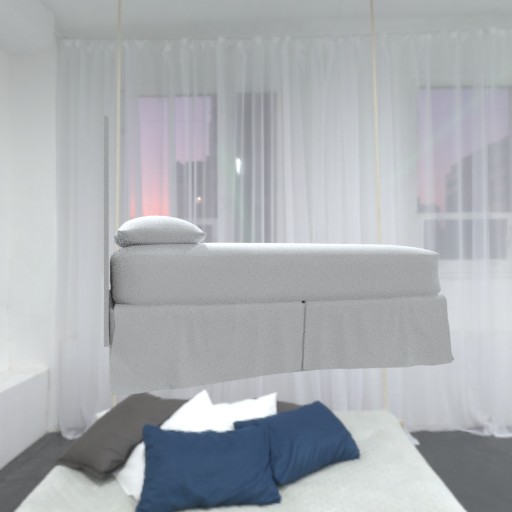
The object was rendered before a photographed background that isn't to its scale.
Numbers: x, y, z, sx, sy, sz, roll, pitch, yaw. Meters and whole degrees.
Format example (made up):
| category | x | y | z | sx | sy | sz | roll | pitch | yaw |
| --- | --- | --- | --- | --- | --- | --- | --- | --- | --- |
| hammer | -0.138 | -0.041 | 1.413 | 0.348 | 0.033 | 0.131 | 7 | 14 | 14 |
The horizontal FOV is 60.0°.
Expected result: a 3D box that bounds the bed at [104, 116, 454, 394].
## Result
| category | x | y | z | sx | sy | sz | roll | pitch | yaw |
| --- | --- | --- | --- | --- | --- | --- | --- | --- | --- |
| bed | 0.000 | 0.000 | 3.240 | 2.094 | 1.335 | 1.745 | 0 | 0 | -19 |
